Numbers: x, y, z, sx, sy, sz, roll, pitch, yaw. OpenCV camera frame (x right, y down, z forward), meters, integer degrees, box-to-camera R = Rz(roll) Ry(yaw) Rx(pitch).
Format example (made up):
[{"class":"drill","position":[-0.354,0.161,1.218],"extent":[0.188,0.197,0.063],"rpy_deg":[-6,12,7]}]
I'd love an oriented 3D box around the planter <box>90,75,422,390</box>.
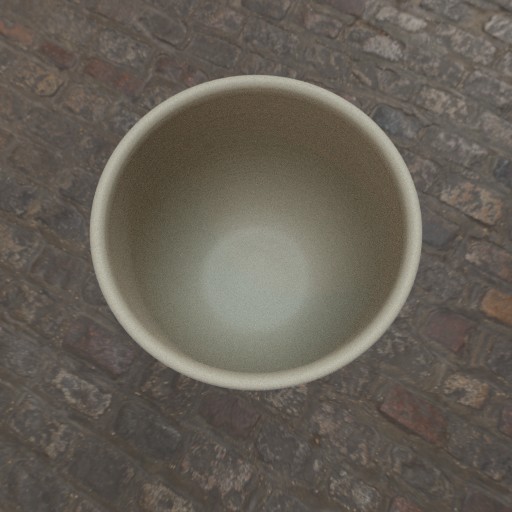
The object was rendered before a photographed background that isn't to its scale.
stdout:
[{"class":"planter","position":[0.000,0.000,0.368],"extent":[0.208,0.190,0.208],"rpy_deg":[0,75,0]}]
